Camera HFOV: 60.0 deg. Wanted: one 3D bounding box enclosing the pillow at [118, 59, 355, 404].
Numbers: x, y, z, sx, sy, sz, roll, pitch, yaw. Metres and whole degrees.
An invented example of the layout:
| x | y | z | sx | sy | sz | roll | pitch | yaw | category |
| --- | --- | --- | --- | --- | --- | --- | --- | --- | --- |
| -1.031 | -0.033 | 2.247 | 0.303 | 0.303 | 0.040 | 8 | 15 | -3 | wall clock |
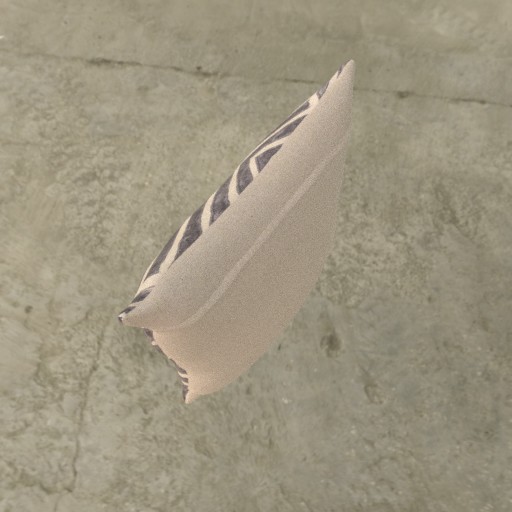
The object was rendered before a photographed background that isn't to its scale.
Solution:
| x | y | z | sx | sy | sz | roll | pitch | yaw | category |
| --- | --- | --- | --- | --- | --- | --- | --- | --- | --- |
| 0.000 | 0.000 | 0.678 | 0.182 | 0.441 | 0.440 | 33 | 67 | 16 | pillow |
